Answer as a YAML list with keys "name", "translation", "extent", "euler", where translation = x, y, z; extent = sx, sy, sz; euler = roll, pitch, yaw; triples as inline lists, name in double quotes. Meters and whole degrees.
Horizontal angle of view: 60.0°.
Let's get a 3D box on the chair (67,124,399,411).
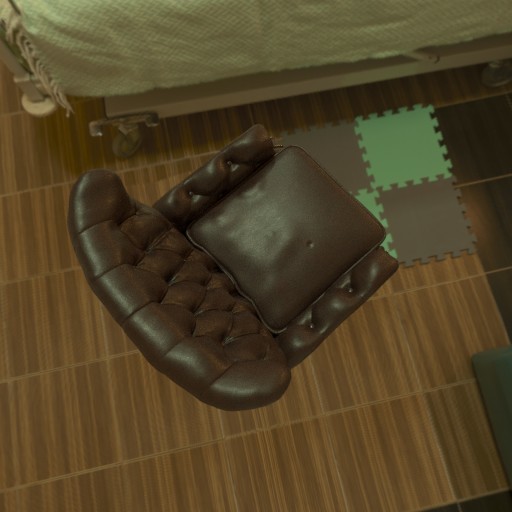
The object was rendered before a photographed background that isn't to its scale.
- name: "chair"
  translation: [0.000, 0.000, 1.460]
  extent: [0.823, 0.864, 0.709]
  euler: [-41, 79, -10]
